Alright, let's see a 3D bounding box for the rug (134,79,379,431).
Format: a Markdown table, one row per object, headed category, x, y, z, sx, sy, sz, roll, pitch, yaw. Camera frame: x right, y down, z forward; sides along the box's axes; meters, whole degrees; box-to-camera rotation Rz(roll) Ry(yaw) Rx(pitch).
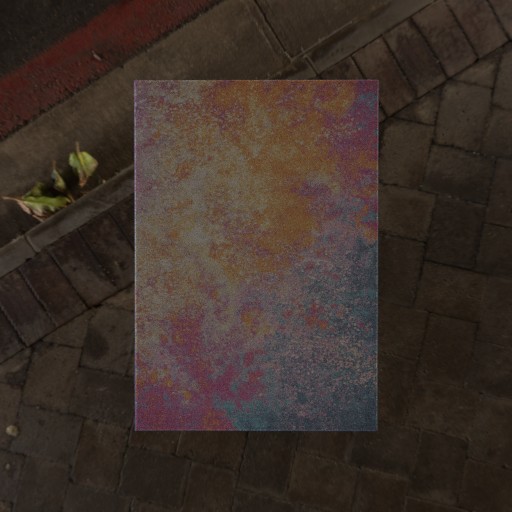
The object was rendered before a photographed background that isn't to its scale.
| category | x | y | z | sx | sy | sz | roll | pitch | yaw |
| --- | --- | --- | --- | --- | --- | --- | --- | --- | --- |
| rug | 0.000 | 0.000 | 3.647 | 2.007 | 0.013 | 2.896 | 0 | 91 | 0 |
